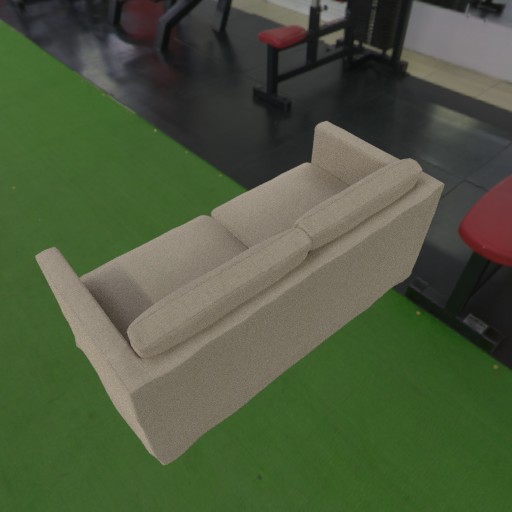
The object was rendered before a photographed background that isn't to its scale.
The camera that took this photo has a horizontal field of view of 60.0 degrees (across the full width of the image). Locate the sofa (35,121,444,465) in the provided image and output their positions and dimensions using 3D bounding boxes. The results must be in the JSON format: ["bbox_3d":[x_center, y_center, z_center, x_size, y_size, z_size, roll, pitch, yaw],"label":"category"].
[{"bbox_3d":[0.000,0.000,2.462,1.987,0.847,0.956,-31,53,-27],"label":"sofa"}]
